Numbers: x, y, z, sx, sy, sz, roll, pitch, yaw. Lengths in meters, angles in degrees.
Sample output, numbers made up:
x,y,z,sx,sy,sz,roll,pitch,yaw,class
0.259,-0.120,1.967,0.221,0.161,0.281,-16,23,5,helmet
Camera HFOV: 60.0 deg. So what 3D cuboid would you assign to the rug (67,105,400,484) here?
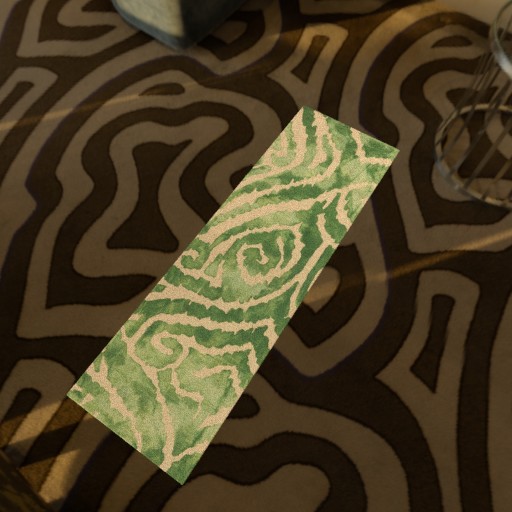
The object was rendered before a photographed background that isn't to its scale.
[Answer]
x,y,z,sx,sy,sz,roll,pitch,yaw,class
0.000,0.000,2.674,0.761,0.006,2.438,30,67,14,rug
